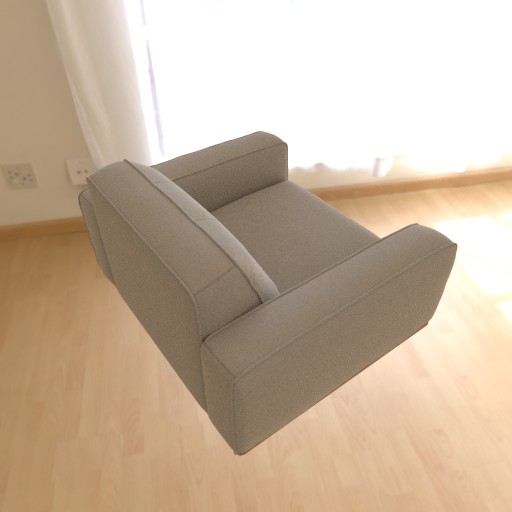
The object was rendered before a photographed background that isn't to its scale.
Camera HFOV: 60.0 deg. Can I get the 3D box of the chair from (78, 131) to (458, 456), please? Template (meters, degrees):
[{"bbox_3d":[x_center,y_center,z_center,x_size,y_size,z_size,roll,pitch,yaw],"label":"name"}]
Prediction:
[{"bbox_3d":[0.000,0.000,1.725,0.953,0.779,1.115,-26,47,-27],"label":"chair"}]
